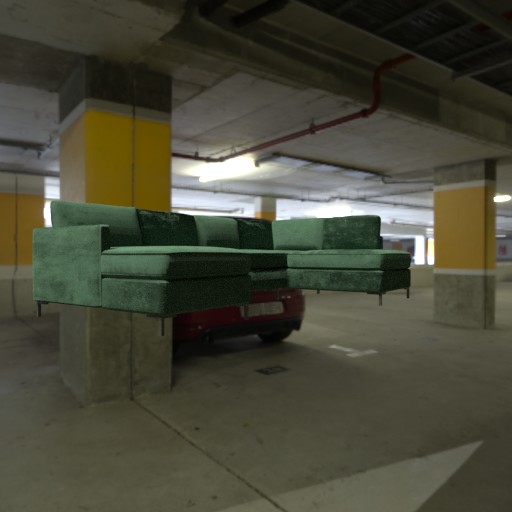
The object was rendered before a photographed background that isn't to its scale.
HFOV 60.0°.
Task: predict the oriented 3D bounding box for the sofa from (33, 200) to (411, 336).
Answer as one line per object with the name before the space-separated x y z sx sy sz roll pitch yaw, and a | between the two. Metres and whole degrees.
sofa | 0.000 0.000 4.397 2.055 0.992 3.434 0 0 36
